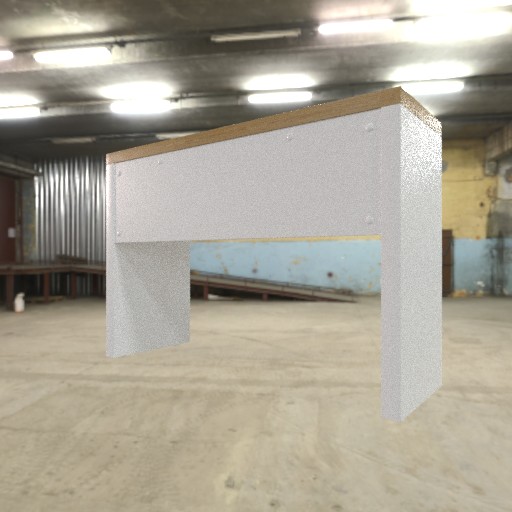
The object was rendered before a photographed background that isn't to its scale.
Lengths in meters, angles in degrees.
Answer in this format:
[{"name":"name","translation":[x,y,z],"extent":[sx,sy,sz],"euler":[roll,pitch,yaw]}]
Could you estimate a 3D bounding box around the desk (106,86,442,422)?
[{"name":"desk","translation":[0.000,0.000,1.477],"extent":[1.100,0.760,0.390],"euler":[0,0,37]}]
